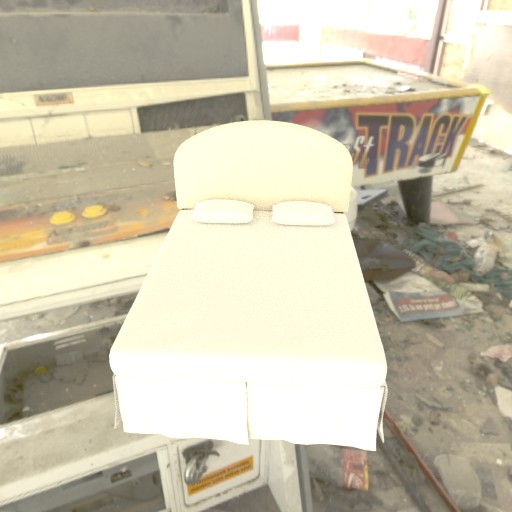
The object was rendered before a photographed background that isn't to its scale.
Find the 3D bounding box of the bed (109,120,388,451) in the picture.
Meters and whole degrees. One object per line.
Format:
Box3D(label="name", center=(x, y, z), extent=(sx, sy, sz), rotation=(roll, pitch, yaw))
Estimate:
Box3D(label="bed", center=(0.000, 0.000, 3.104), extent=(1.607, 1.410, 2.005), rotation=(2, 30, 3))
